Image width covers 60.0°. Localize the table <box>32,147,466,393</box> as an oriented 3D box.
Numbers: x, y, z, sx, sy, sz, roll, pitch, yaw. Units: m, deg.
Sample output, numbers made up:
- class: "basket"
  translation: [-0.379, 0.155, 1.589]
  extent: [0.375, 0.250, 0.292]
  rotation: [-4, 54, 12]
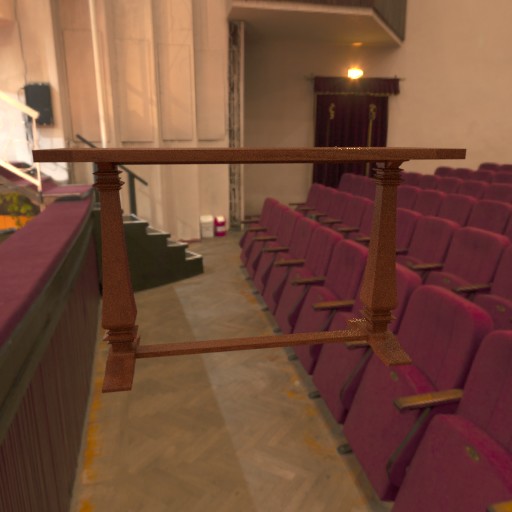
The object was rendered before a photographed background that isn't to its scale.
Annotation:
- class: "table"
  translation: [0.000, 0.000, 1.804]
  extent: [1.478, 0.852, 0.461]
  rotation: [-3, 15, -10]
